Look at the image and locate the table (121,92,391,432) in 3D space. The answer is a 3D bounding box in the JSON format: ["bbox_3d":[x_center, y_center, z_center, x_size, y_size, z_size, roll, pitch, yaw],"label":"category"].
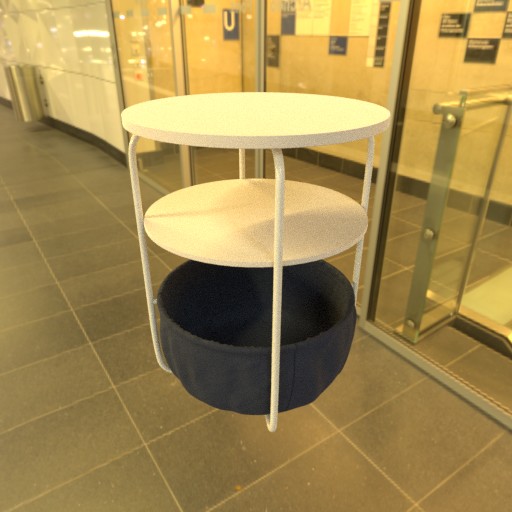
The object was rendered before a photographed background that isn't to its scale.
[{"bbox_3d":[0.000,0.000,0.833,0.418,0.532,0.418,18,32,32],"label":"table"}]
